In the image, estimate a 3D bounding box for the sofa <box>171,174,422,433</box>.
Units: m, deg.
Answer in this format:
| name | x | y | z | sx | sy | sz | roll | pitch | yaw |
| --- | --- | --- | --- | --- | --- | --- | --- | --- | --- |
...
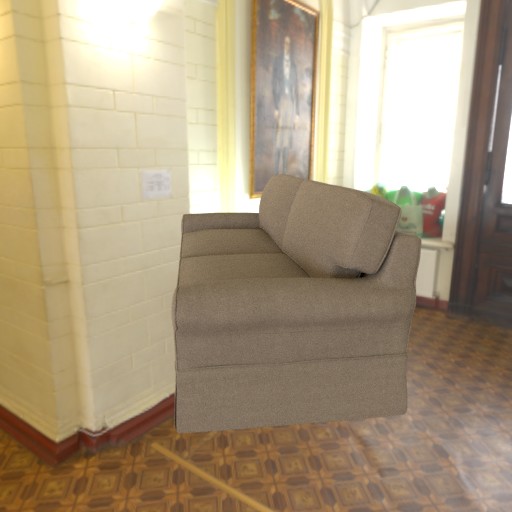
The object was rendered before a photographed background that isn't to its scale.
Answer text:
| name | x | y | z | sx | sy | sz | roll | pitch | yaw |
| --- | --- | --- | --- | --- | --- | --- | --- | --- | --- |
| sofa | 0.000 | 0.000 | 2.715 | 0.991 | 0.943 | 2.248 | -2 | 13 | -8 |
